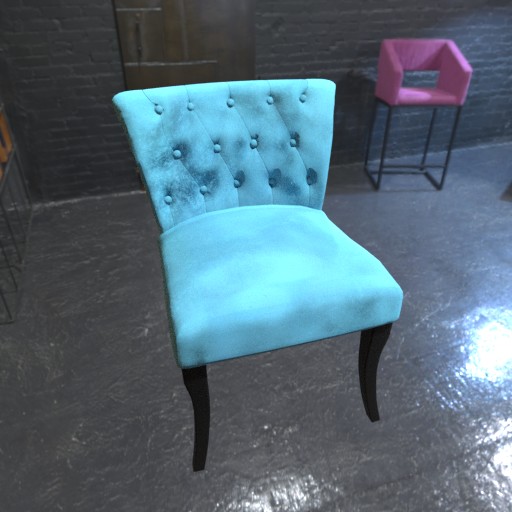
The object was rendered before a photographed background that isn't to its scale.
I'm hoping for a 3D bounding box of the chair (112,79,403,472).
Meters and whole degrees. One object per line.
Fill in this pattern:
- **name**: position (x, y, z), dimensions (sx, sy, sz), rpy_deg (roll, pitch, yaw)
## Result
- **chair**: position (0.000, 0.000, 1.137), dimensions (0.582, 0.750, 0.605), rpy_deg (-9, 34, -14)
